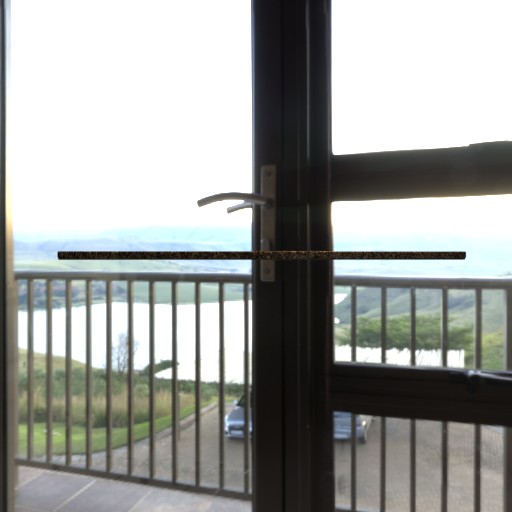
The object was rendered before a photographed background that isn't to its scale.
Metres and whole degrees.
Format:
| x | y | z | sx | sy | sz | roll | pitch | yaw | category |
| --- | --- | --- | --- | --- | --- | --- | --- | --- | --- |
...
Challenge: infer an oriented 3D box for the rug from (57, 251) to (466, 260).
| x | y | z | sx | sy | sz | roll | pitch | yaw | category |
| --- | --- | --- | --- | --- | --- | --- | --- | --- | --- |
| 0.000 | 0.000 | 2.090 | 1.198 | 0.025 | 1.601 | 0 | 0 | -2 | rug |
